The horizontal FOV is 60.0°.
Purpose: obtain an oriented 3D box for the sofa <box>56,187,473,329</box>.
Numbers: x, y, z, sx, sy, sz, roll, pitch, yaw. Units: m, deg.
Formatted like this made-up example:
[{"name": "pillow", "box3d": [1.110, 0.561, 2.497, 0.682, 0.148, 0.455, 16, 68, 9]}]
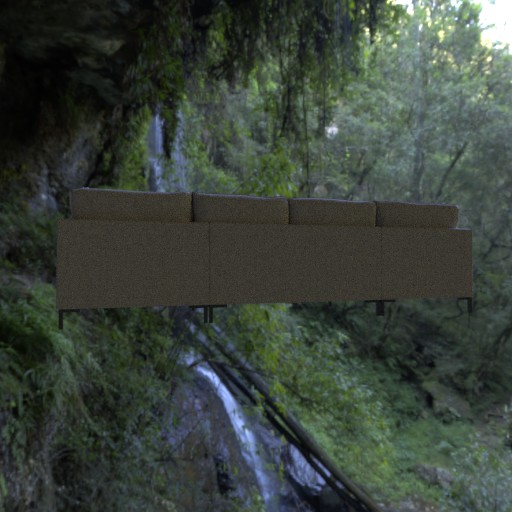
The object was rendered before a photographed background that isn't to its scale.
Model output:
[{"name": "sofa", "box3d": [0.000, 0.000, 4.349, 3.423, 0.996, 2.021, 0, -1, -17]}]
